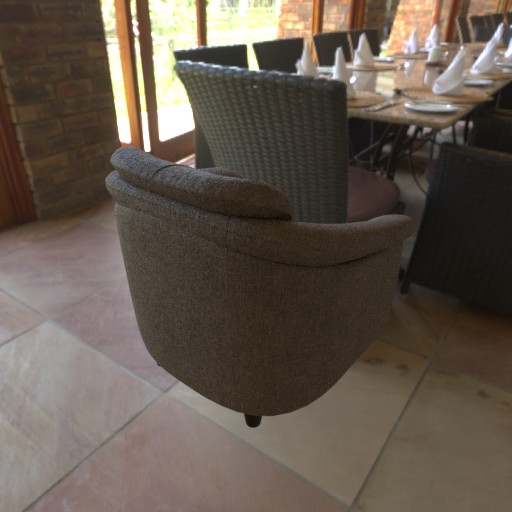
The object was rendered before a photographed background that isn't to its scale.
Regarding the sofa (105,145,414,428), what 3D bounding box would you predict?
[{"bbox_3d":[0.000,0.000,1.510,0.870,0.811,0.794,22,36,33],"label":"sofa"}]
